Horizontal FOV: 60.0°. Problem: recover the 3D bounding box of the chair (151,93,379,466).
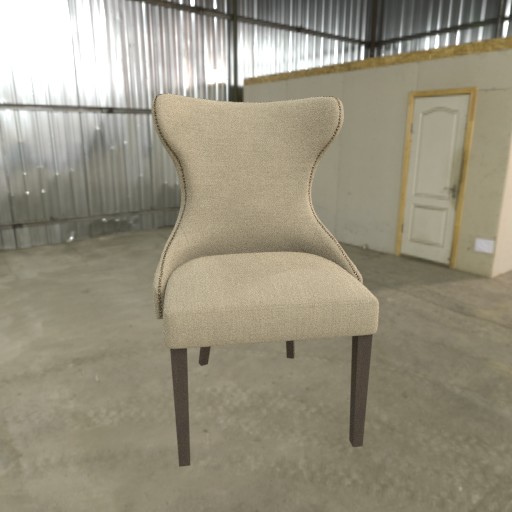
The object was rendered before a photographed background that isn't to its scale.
[{"bbox_3d":[0.000,0.000,1.370,0.628,0.967,0.635,-2,16,-9],"label":"chair"}]
